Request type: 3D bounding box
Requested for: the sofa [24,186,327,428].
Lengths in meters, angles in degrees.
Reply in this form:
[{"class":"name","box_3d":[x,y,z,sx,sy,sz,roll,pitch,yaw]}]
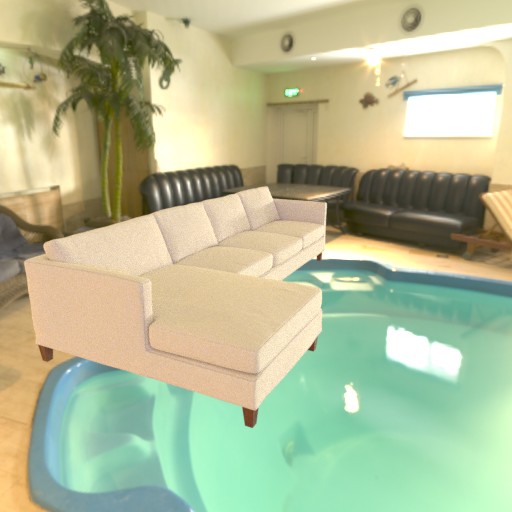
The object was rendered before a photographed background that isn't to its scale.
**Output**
[{"class":"sofa","box_3d":[0.000,0.000,3.802,1.625,0.846,3.186,8,17,26]}]
